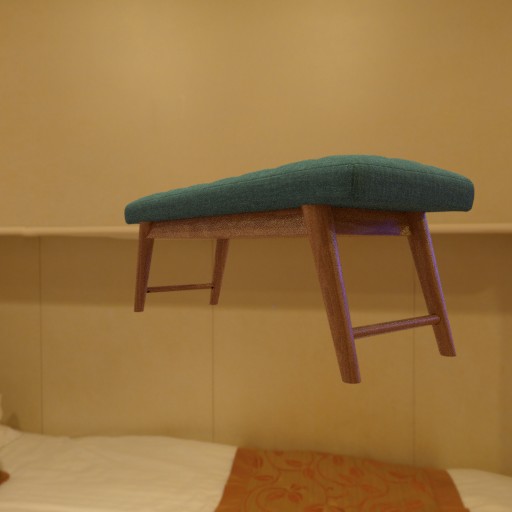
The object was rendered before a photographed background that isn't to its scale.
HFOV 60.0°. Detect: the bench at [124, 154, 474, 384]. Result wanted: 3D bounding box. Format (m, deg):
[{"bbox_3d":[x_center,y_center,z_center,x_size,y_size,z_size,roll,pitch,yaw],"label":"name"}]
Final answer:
[{"bbox_3d":[0.000,0.000,1.325,0.406,0.432,1.118,-1,2,-36],"label":"bench"}]
